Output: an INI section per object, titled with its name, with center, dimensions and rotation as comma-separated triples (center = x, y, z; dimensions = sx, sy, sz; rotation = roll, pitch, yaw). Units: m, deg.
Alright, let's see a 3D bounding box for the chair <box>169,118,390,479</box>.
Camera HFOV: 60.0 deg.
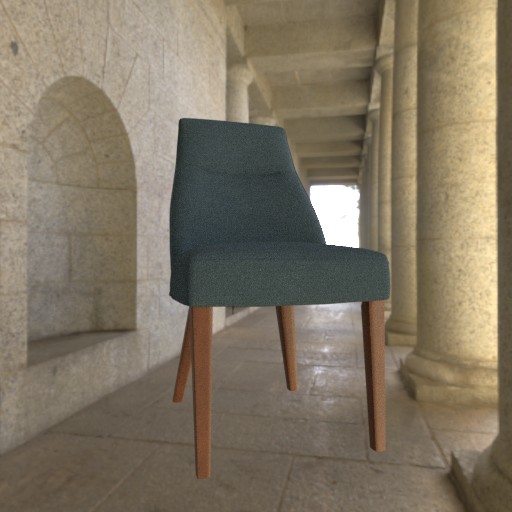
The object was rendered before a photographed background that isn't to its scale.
[chair]
center = 0.000, 0.000, 1.281
dimensions = 0.500, 0.930, 0.620
rotation = 0, 0, -18
